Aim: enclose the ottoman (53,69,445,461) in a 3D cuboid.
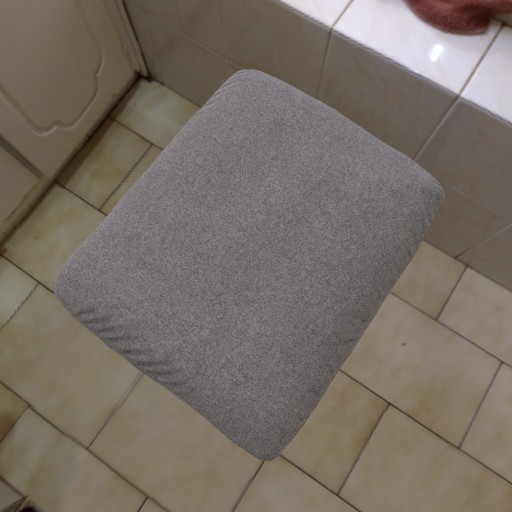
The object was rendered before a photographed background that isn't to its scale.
[{"bbox_3d":[0.000,0.000,1.224,0.683,0.481,0.837,35,78,9],"label":"ottoman"}]
